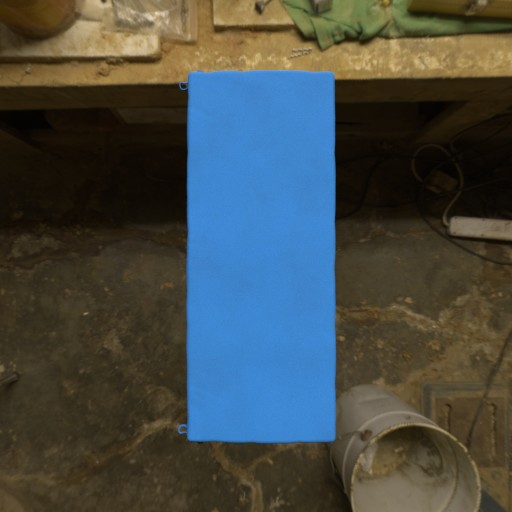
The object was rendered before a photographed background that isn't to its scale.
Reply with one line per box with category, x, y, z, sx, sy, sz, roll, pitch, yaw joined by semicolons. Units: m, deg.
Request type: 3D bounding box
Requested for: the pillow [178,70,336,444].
pillow;0.000;0.000;1.387;0.492;0.081;1.187;0;89;0
